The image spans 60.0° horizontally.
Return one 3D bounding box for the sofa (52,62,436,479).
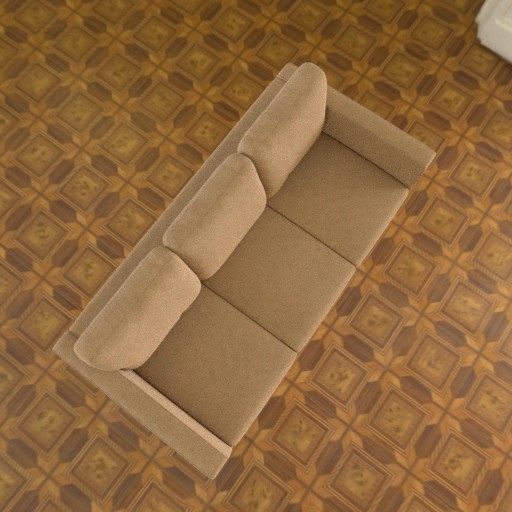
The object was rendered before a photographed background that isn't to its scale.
[{"bbox_3d":[0.000,0.000,2.270,0.930,0.800,1.855,35,78,9],"label":"sofa"}]
